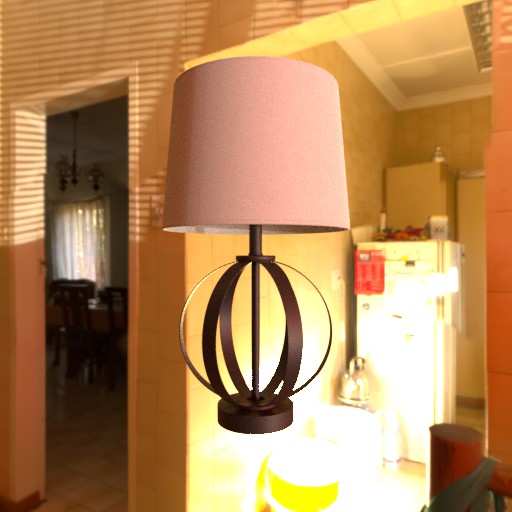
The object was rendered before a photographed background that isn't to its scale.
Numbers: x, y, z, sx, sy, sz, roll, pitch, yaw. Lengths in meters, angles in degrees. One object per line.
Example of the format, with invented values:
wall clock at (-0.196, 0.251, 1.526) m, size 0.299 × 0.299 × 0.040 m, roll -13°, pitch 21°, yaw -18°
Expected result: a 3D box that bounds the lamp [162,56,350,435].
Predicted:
lamp at (0.000, 0.000, 0.690) m, size 0.286 × 0.510 × 0.286 m, roll 0°, pitch 0°, yaw 0°
